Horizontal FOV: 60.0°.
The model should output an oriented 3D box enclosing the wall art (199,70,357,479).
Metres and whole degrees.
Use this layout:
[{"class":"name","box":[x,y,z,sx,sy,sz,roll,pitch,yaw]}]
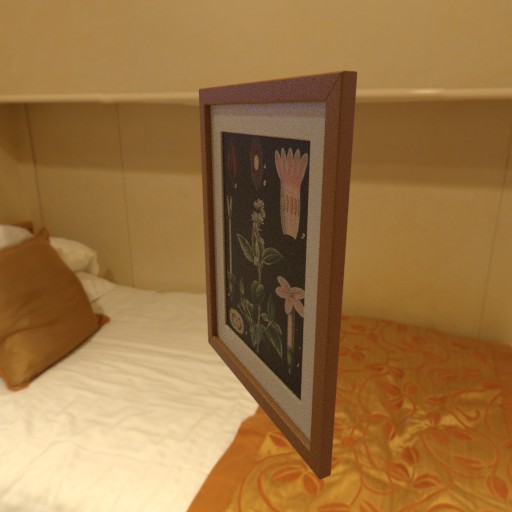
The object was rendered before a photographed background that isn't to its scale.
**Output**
[{"class":"wall art","box":[0.000,0.000,0.518,0.015,0.379,0.310,-9,20,-25]}]
